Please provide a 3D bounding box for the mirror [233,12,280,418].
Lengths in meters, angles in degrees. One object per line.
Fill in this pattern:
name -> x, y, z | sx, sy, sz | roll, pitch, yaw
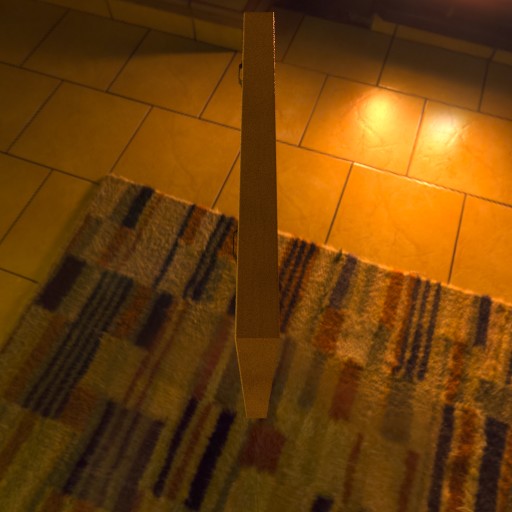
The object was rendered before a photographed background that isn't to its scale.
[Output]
mirror -> 0.000, 0.000, 0.673 | 0.041, 0.509, 0.406 | 0, 63, 0
